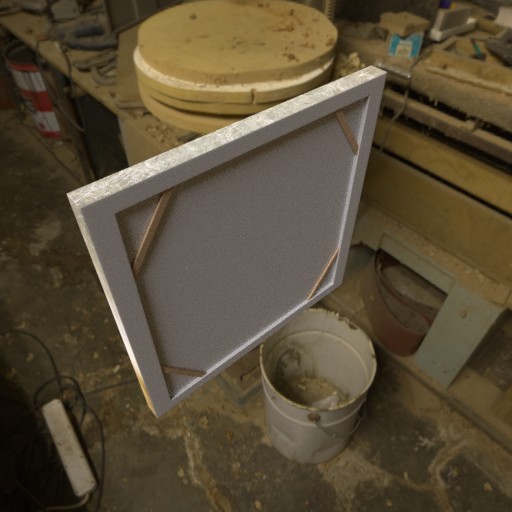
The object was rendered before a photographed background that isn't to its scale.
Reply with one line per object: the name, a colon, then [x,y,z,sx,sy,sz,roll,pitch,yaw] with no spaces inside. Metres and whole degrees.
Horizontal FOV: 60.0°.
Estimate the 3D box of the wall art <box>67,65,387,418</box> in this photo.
wall art: [0.000,0.000,0.919,0.610,0.610,0.038,-31,54,-27]
